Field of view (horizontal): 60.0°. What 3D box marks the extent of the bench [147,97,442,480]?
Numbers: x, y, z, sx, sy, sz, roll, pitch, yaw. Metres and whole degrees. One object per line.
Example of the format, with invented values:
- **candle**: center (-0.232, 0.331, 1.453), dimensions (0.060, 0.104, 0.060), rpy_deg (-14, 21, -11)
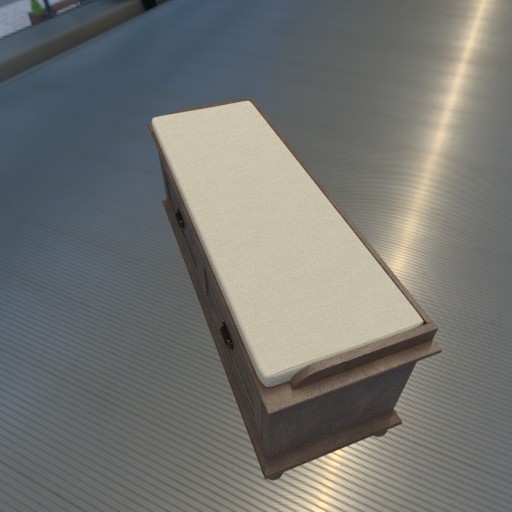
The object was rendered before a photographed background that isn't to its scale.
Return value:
- **bench**: center (0.000, 0.000, 1.429), dimensions (0.402, 0.501, 1.185), rpy_deg (-15, 48, -14)
